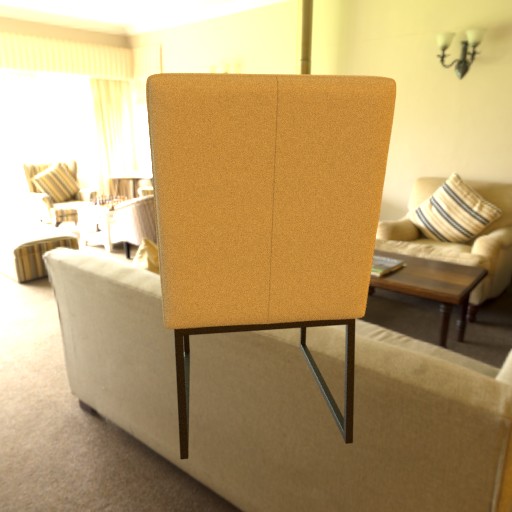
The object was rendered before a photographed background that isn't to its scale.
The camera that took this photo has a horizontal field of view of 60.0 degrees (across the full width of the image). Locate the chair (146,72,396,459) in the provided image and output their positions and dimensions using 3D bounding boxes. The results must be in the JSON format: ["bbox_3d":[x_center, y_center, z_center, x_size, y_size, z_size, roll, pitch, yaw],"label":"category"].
[{"bbox_3d":[0.000,0.000,1.287,0.520,0.930,0.634,-2,16,-7],"label":"chair"}]
